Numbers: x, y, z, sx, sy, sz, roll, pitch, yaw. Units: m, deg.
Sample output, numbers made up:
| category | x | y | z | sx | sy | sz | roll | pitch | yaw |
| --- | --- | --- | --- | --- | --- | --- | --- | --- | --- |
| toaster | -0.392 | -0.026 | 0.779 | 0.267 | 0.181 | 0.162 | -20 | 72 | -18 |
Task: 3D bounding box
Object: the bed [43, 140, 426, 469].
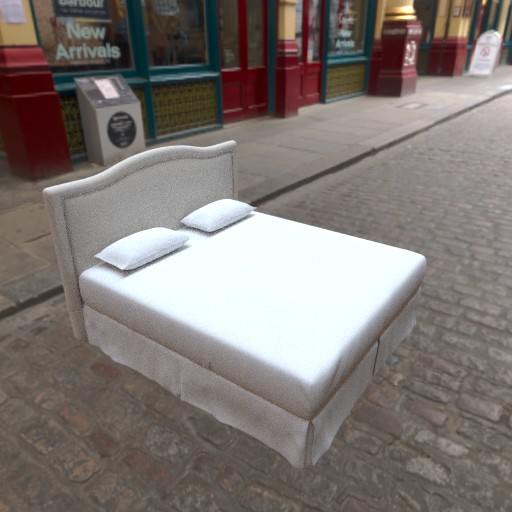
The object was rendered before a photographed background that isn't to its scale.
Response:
| category | x | y | z | sx | sy | sz | roll | pitch | yaw |
| --- | --- | --- | --- | --- | --- | --- | --- | --- | --- |
| bed | 0.000 | 0.000 | 3.503 | 2.182 | 1.421 | 2.083 | 18 | 31 | 32 |
